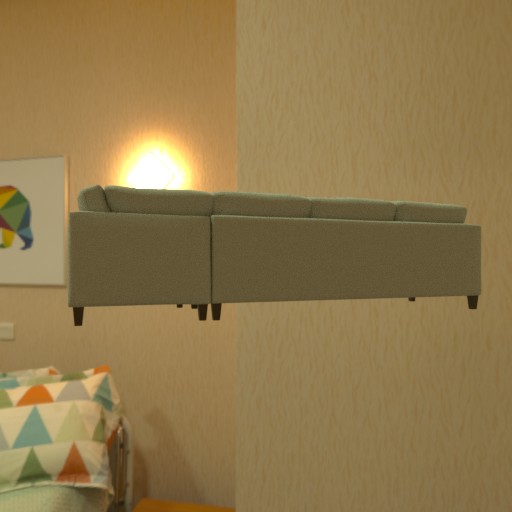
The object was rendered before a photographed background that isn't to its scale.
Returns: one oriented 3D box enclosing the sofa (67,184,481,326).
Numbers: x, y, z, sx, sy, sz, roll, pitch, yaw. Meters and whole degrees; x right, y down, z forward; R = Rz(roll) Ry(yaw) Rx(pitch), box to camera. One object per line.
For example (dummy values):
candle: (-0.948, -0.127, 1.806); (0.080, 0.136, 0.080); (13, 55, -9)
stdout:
sofa: (0.000, 0.000, 4.444); (3.333, 0.934, 2.522); (0, -1, -19)
